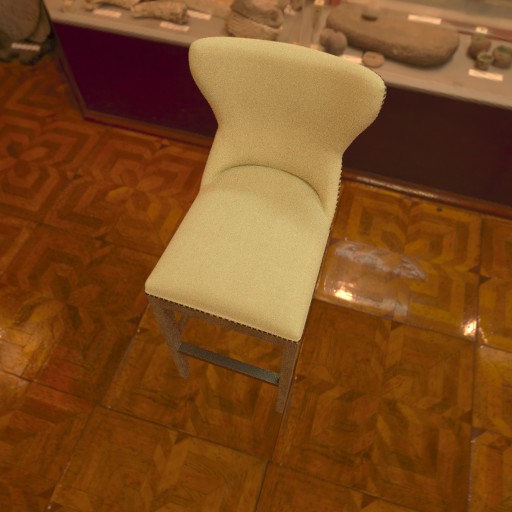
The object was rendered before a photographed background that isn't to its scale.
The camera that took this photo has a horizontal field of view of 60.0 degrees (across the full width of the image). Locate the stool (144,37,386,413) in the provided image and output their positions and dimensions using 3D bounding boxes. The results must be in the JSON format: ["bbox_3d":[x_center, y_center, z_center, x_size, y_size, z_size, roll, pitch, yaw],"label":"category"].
[{"bbox_3d":[0.000,0.000,1.404,0.494,1.123,0.606,16,59,10],"label":"stool"}]
